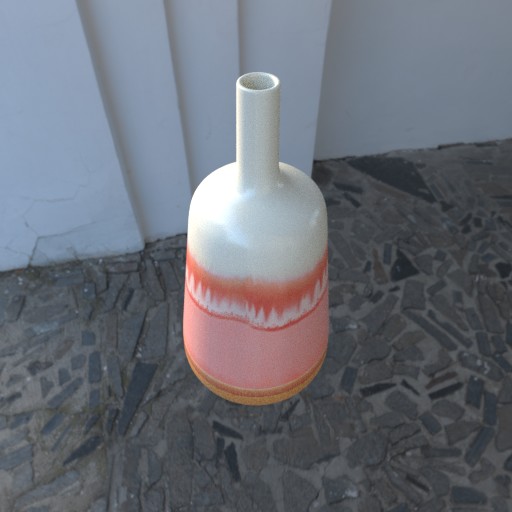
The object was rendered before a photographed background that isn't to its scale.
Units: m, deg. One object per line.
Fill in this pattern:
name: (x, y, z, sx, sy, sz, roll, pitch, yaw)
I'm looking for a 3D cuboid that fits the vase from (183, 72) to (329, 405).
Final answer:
vase: (0.000, 0.000, 0.366, 0.144, 0.296, 0.144, 0, 46, 0)
